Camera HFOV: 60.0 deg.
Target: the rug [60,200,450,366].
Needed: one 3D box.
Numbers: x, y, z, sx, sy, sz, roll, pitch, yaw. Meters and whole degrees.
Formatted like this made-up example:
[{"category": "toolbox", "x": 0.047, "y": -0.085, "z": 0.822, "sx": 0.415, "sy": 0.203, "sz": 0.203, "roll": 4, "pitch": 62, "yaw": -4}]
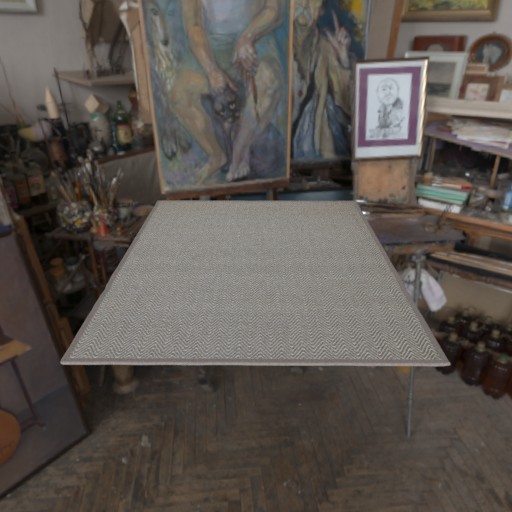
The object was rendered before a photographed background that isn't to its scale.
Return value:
[{"category": "rug", "x": 0.000, "y": 0.000, "z": 4.090, "sx": 2.434, "sy": 0.032, "sz": 3.007, "roll": 0, "pitch": 27, "yaw": 0}]
